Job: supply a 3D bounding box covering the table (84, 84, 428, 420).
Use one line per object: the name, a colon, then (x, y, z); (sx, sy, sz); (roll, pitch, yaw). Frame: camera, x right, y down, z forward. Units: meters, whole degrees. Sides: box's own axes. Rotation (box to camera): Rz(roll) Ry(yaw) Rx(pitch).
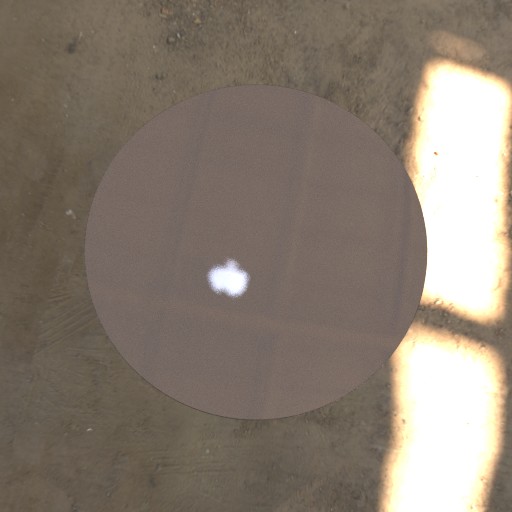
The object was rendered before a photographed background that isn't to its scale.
table: (0.000, 0.000, 1.227); (0.800, 0.400, 0.800); (0, 79, 0)
